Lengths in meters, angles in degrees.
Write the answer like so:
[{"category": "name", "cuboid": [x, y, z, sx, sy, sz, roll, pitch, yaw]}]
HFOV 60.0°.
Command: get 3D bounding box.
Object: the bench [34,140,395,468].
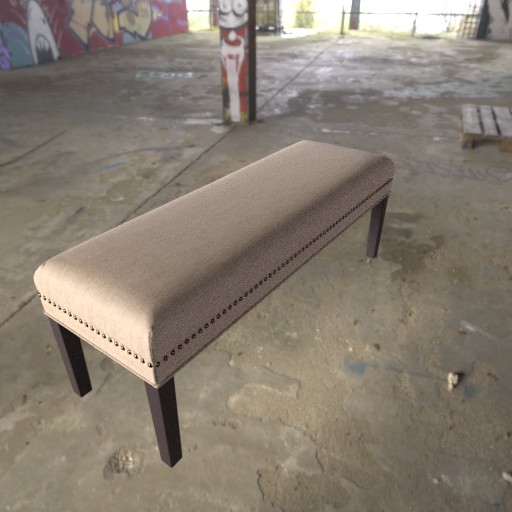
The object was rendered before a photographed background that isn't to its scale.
[{"category": "bench", "cuboid": [0.000, 0.000, 1.439, 0.410, 0.457, 1.219, 21, 37, 30]}]
